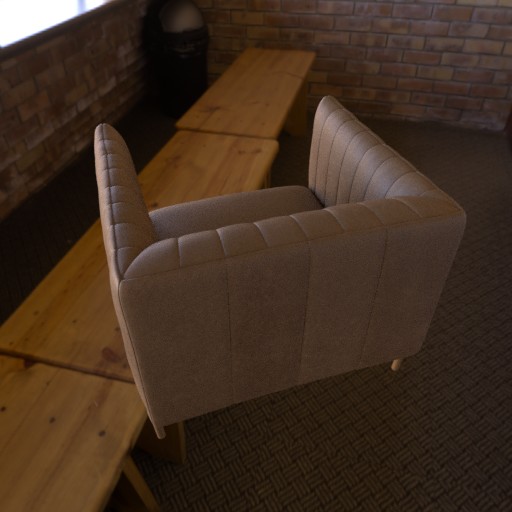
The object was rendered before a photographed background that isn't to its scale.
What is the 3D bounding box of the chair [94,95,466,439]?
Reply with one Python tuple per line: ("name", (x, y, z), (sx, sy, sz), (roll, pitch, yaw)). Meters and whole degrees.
("chair", (0.000, 0.000, 1.592), (0.981, 0.779, 0.876), (-12, 42, -13))
